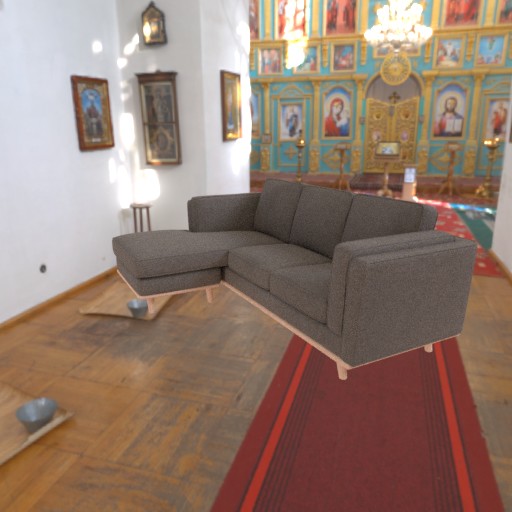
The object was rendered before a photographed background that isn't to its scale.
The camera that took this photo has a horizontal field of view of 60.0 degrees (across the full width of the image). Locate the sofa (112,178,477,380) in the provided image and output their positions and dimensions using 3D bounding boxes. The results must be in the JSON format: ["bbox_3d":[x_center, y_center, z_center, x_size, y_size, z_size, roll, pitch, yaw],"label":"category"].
[{"bbox_3d":[0.000,0.000,3.195,1.604,0.929,2.411,-8,17,-27],"label":"sofa"}]
